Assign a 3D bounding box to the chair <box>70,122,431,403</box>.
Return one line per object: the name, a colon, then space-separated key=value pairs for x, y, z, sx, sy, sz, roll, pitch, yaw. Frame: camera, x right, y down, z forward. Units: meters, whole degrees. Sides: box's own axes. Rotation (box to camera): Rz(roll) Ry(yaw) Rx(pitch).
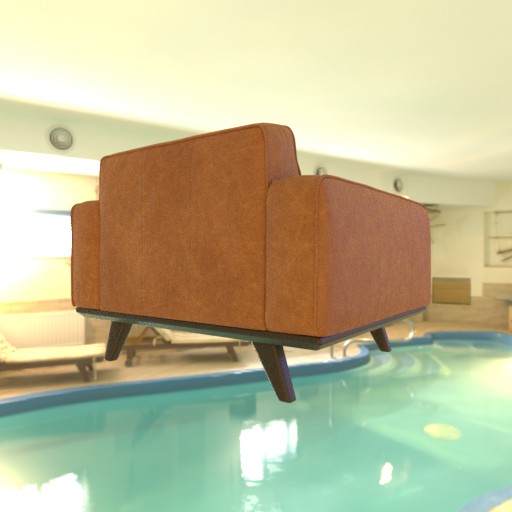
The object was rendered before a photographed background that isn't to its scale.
chair: x=0.000 y=0.000 z=1.745 sx=1.118 sy=0.782 sz=0.952 roll=0 pitch=0 yaw=36
